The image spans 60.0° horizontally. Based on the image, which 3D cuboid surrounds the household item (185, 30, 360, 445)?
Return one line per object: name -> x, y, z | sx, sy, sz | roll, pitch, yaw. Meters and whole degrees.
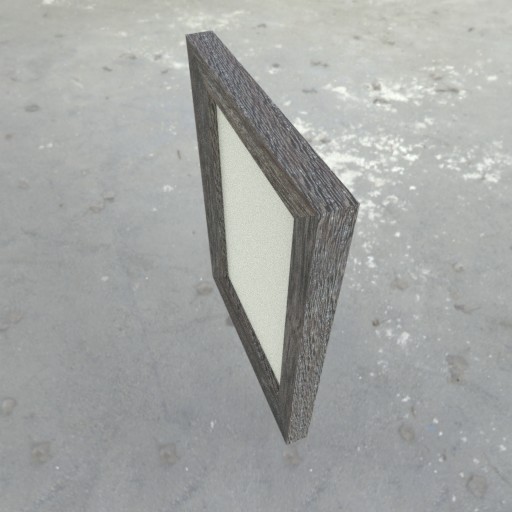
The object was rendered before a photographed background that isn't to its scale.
household item -> 0.000, 0.000, 0.276 | 0.020, 0.210, 0.160 | -17, 50, -15
